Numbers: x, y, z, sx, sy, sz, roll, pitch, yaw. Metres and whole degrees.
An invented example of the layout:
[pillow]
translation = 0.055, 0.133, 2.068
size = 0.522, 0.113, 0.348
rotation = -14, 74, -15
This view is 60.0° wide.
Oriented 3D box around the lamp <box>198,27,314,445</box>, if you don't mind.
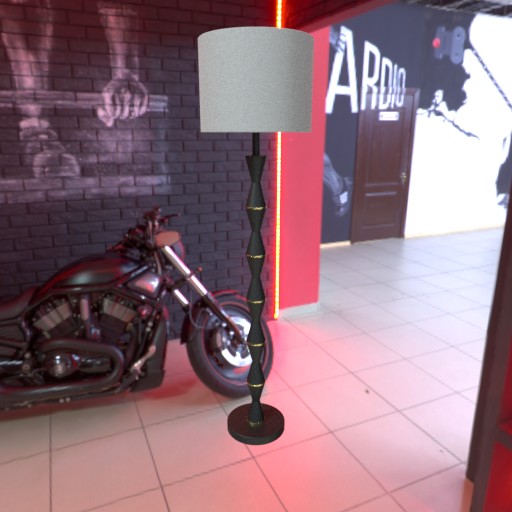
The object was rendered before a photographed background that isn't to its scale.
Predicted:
[lamp]
translation = 0.000, 0.000, 1.660
size = 0.381, 1.480, 0.381
rotation = 2, 16, 8
